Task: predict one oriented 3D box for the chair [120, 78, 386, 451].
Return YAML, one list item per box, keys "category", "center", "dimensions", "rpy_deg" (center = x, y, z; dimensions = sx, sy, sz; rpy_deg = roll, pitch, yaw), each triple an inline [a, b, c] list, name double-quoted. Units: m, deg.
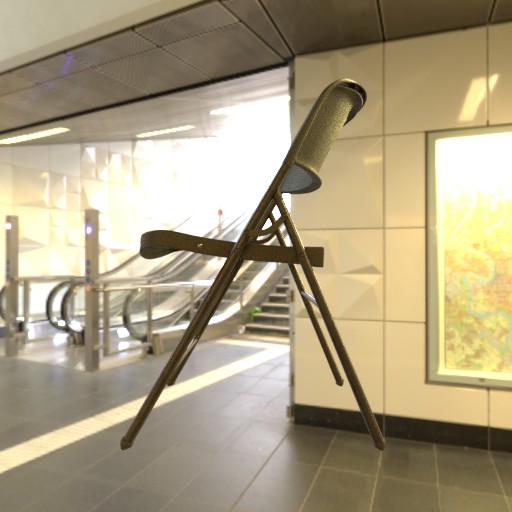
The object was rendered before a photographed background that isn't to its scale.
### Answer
- category: "chair"
  center: [0.000, 0.000, 1.165]
  dimensions: [0.566, 0.810, 0.494]
  rpy_deg: [0, 0, 0]
